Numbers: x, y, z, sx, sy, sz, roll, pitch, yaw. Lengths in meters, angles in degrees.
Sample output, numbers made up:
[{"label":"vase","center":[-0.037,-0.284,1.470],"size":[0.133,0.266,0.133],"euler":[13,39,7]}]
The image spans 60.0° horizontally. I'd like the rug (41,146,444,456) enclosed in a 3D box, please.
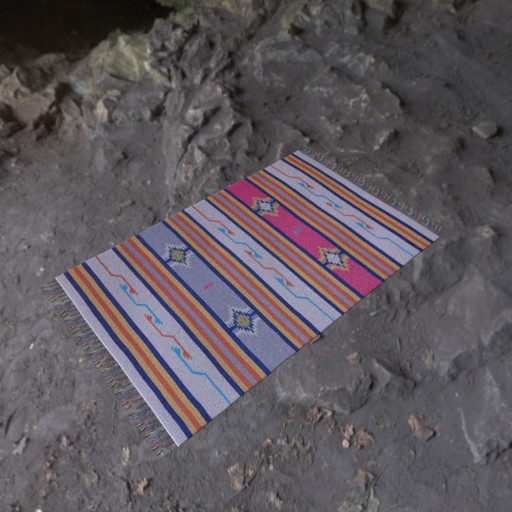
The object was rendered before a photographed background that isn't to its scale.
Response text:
[{"label":"rug","center":[0.000,0.000,2.286],"size":[1.849,0.013,1.084],"euler":[-32,55,-26]}]
